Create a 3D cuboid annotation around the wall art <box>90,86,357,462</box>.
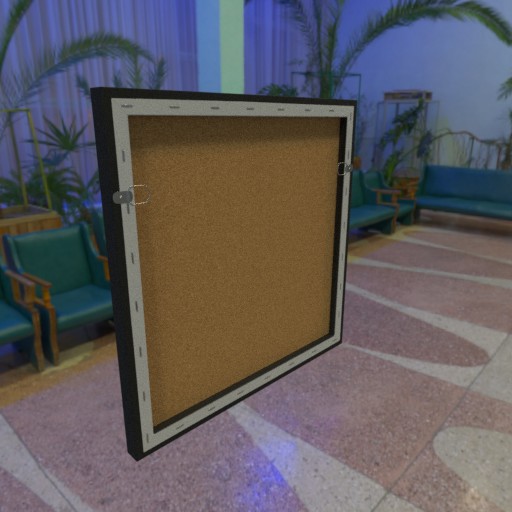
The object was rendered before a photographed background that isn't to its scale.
[{"bbox_3d":[0.000,0.000,1.112,0.758,0.758,0.044,-16,23,-42],"label":"wall art"}]
